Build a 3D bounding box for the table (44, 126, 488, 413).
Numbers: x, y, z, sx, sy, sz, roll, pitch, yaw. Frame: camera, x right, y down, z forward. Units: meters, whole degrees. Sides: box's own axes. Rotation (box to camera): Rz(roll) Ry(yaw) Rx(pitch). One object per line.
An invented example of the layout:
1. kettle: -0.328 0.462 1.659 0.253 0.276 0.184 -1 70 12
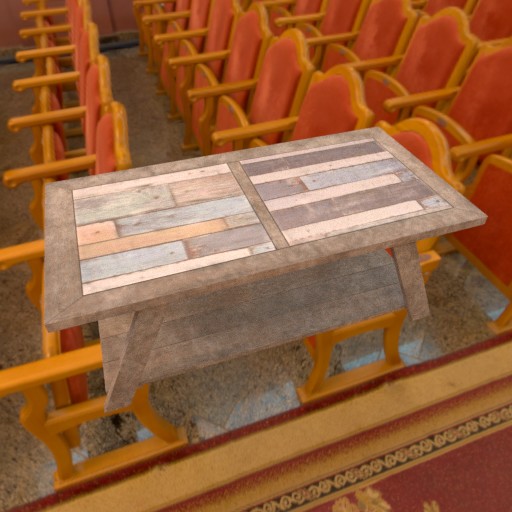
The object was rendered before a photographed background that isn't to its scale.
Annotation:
1. table: 0.000 0.000 1.513 1.219 0.470 0.610 -13 44 -14
